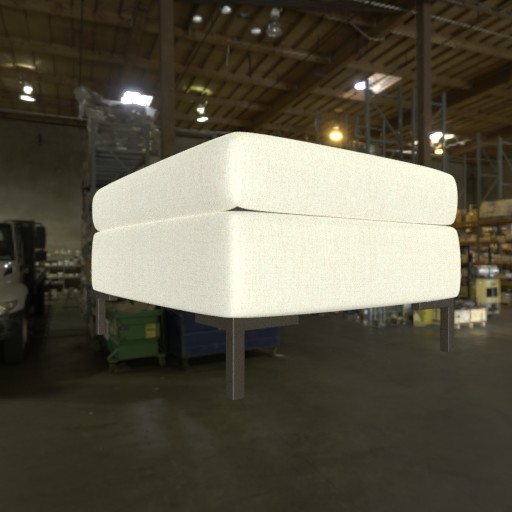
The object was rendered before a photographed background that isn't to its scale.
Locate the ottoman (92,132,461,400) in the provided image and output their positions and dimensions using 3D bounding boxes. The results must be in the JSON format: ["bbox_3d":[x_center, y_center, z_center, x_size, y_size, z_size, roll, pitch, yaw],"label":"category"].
[{"bbox_3d":[0.000,0.000,1.168,0.657,0.453,0.794,0,0,-36],"label":"ottoman"}]
